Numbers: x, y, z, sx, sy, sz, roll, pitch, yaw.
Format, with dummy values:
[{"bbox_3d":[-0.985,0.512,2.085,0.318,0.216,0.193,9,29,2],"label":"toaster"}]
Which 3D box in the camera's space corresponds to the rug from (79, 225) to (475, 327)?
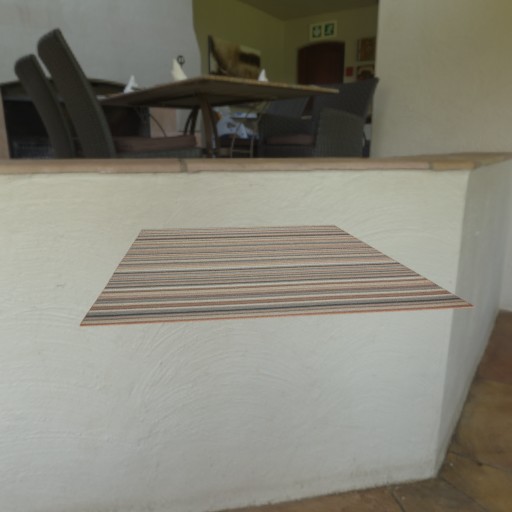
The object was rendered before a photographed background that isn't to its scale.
[{"bbox_3d":[0.000,0.000,4.138,2.436,0.011,3.045,-2,14,-7],"label":"rug"}]
